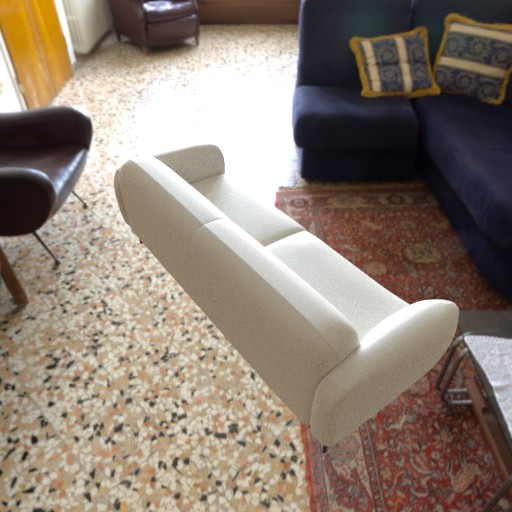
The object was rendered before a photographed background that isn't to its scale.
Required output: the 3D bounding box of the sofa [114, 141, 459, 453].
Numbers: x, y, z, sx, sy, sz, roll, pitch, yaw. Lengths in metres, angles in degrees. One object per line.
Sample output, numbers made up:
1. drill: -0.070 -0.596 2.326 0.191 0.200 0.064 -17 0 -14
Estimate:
1. sofa: 0.000 0.000 2.672 0.880 0.780 2.257 -26 47 -27
